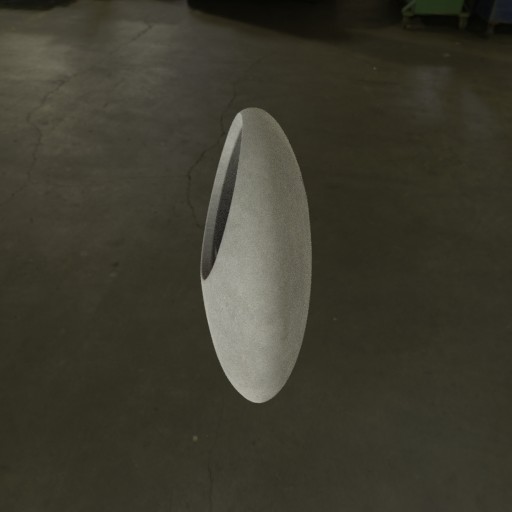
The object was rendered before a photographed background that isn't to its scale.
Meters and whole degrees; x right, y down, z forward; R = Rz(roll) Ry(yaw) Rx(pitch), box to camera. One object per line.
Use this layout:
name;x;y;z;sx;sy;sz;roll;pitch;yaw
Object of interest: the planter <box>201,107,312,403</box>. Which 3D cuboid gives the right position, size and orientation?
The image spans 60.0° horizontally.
planter;0.000;0.000;0.298;0.071;0.188;0.185;0;42;0
